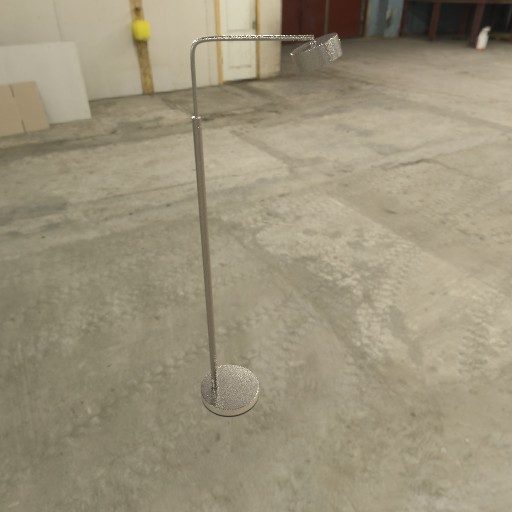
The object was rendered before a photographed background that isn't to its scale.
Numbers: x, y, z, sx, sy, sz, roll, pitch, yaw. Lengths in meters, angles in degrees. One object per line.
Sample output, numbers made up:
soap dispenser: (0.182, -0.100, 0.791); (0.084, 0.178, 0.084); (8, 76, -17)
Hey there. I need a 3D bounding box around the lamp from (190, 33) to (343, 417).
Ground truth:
lamp: (0.000, 0.000, 1.386); (0.421, 1.250, 0.222); (0, 32, 0)
